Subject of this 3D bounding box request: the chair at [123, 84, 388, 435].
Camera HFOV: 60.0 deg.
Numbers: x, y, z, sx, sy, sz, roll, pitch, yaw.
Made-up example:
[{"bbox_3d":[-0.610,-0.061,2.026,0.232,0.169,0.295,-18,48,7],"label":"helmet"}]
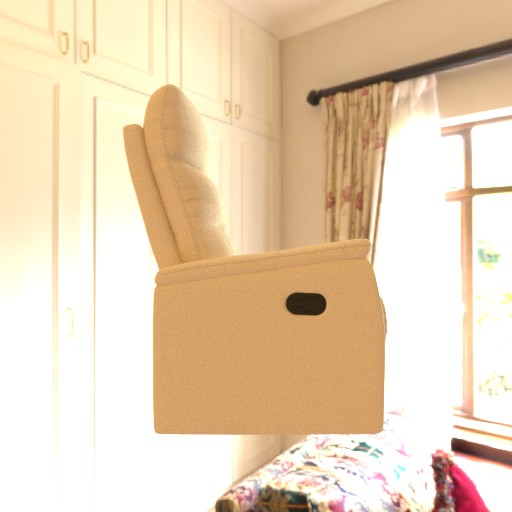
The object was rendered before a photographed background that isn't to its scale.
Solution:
[{"bbox_3d":[0.000,0.000,1.632,0.831,1.082,0.775,0,0,-1],"label":"chair"}]
